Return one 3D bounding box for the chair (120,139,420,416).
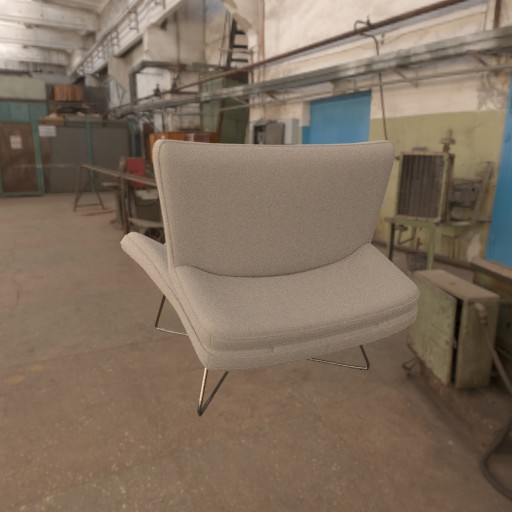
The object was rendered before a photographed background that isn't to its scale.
[{"bbox_3d":[0.000,0.000,1.693,0.859,0.855,1.008,-7,16,-25],"label":"chair"}]
